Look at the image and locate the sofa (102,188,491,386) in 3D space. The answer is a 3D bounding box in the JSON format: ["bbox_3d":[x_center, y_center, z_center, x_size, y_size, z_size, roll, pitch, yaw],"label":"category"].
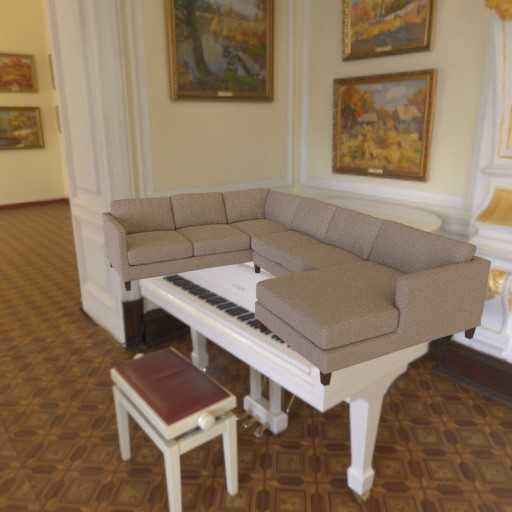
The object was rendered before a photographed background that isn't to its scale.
[{"bbox_3d":[0.000,0.000,4.482,2.424,0.865,3.438,-9,19,-26],"label":"sofa"}]
